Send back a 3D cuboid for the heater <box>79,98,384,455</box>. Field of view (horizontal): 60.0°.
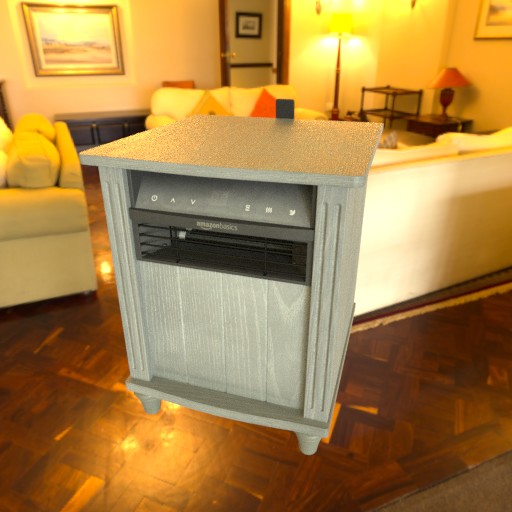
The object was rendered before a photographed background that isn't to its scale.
[{"bbox_3d":[0.000,0.000,0.769,0.362,0.481,0.400,8,27,16],"label":"heater"}]
